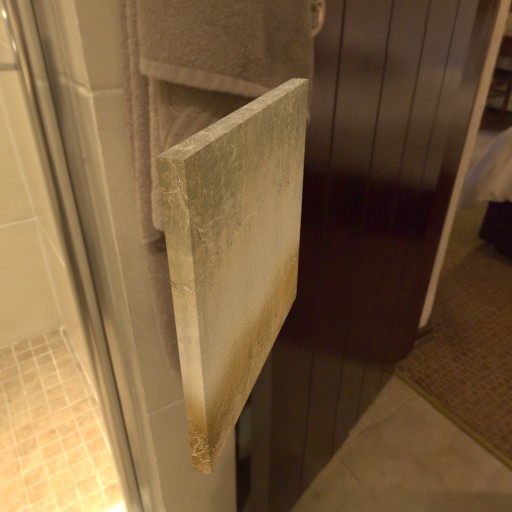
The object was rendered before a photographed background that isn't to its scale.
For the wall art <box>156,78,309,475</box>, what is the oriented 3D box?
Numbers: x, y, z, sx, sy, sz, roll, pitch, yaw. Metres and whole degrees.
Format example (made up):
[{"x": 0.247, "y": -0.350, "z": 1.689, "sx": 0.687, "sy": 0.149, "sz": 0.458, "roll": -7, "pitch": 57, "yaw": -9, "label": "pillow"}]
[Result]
[{"x": 0.000, "y": 0.000, "z": 0.929, "sx": 0.038, "sy": 0.610, "sz": 0.610, "roll": 10, "pitch": 32, "yaw": 17, "label": "wall art"}]
